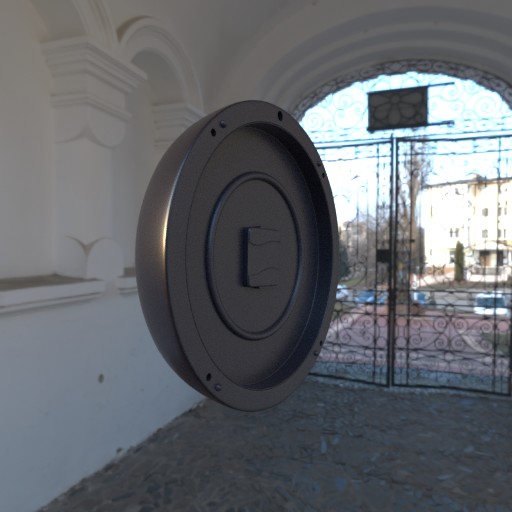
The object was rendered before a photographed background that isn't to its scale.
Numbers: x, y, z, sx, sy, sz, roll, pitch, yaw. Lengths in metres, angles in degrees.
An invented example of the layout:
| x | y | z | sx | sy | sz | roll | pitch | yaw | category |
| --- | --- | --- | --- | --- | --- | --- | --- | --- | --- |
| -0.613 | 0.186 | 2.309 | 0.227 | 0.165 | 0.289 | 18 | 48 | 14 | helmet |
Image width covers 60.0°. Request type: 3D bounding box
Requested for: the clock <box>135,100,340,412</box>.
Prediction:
| x | y | z | sx | sy | sz | roll | pitch | yaw | category |
| --- | --- | --- | --- | --- | --- | --- | --- | --- | --- |
| 0.000 | 0.000 | 0.457 | 0.060 | 0.300 | 0.300 | 1 | 1 | 35 | clock |
